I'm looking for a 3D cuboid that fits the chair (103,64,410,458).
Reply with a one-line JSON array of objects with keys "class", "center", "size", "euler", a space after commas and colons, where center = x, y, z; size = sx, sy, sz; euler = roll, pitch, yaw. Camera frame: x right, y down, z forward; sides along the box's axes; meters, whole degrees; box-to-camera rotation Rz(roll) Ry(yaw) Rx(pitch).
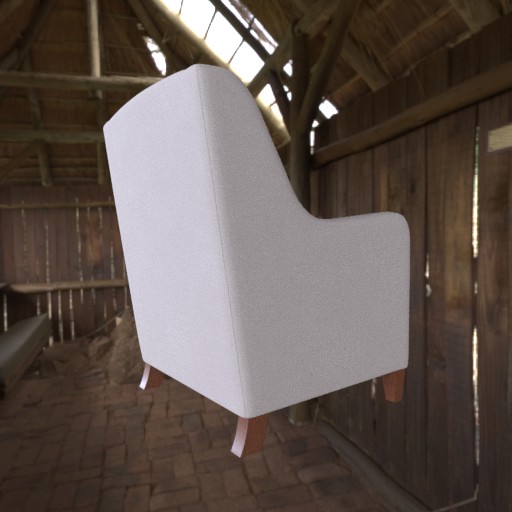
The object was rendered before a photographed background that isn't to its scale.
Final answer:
[{"class": "chair", "center": [0.000, 0.000, 1.578], "size": [0.863, 1.010, 0.715], "euler": [-2, 3, -36]}]
